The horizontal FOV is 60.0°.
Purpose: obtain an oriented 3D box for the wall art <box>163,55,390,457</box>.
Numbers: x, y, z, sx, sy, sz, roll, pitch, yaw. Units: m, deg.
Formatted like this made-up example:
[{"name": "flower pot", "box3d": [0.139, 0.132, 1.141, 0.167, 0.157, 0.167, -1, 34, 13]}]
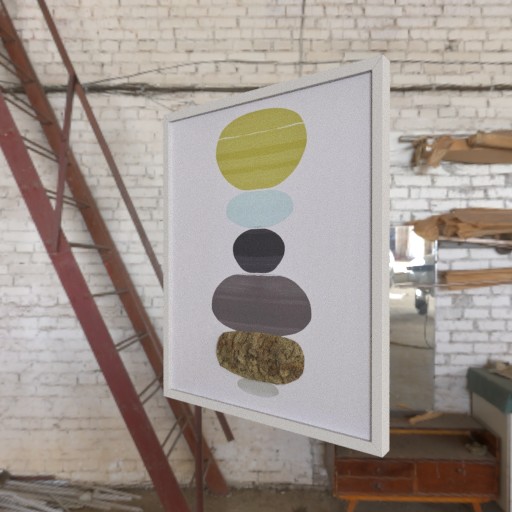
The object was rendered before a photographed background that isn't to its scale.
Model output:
[{"name": "wall art", "box3d": [0.000, 0.000, 1.029, 0.611, 0.763, 0.055, 0, 0, 36]}]
